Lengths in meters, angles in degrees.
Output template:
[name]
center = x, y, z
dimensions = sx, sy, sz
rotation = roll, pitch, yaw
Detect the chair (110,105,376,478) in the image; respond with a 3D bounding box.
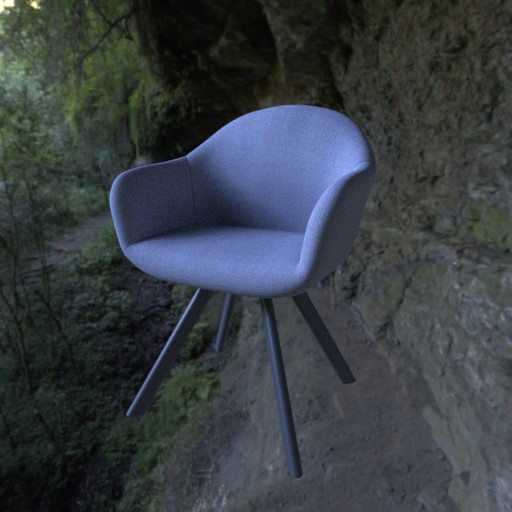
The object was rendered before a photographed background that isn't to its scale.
[chair]
center = 0.000, 0.000, 1.186
dimensions = 0.590, 0.795, 0.550
rotation = 8, 17, 26
